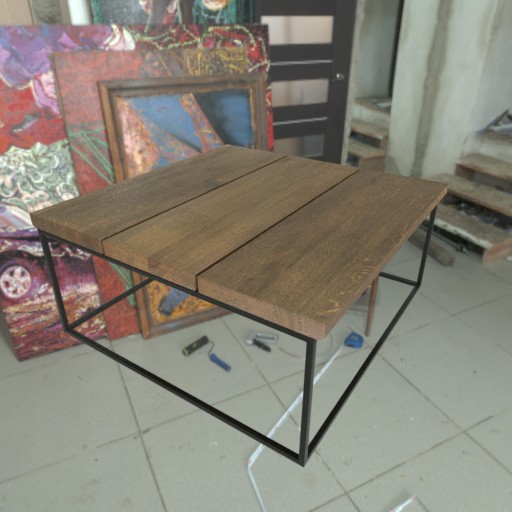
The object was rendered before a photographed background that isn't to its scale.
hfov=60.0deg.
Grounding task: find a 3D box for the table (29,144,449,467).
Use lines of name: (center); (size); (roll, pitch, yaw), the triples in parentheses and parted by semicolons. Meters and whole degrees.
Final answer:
table: (0.000, 0.000, 1.423); (0.900, 0.400, 0.900); (18, 33, 29)
